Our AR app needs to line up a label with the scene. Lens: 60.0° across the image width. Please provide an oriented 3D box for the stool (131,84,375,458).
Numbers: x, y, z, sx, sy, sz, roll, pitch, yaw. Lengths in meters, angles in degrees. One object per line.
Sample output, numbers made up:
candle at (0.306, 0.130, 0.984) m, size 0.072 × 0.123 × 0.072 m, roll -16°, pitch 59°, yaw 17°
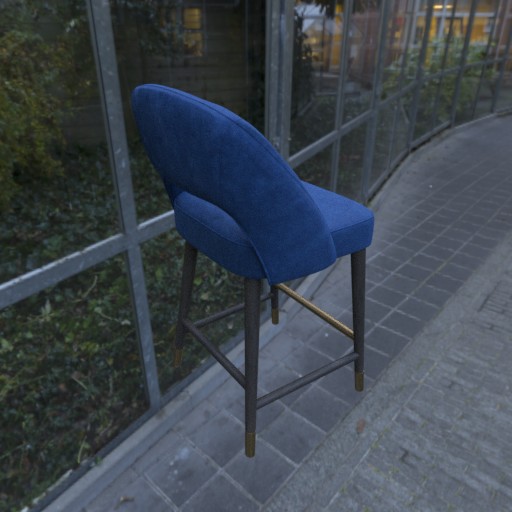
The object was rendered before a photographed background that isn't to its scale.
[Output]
stool at (0.000, 0.000, 1.242) m, size 0.524 × 0.925 × 0.536 m, roll -18°, pitch 32°, yaw -31°
